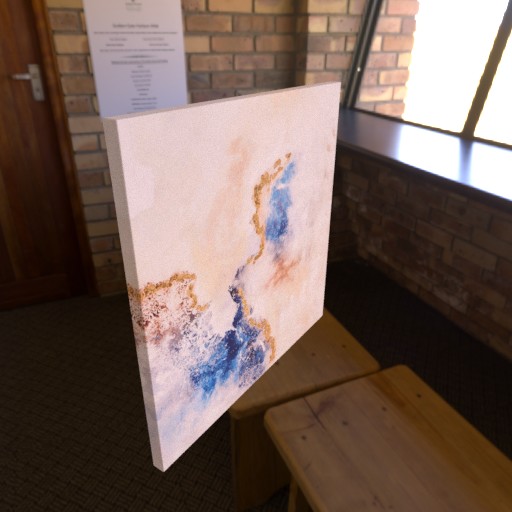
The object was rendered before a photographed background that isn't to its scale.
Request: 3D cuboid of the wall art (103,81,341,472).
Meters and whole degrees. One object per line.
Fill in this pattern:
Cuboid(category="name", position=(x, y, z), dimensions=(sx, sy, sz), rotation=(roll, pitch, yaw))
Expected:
Cuboid(category="wall art", position=(0.000, 0.000, 1.292), dimensions=(0.038, 0.889, 0.889), rotation=(17, 31, 31))
